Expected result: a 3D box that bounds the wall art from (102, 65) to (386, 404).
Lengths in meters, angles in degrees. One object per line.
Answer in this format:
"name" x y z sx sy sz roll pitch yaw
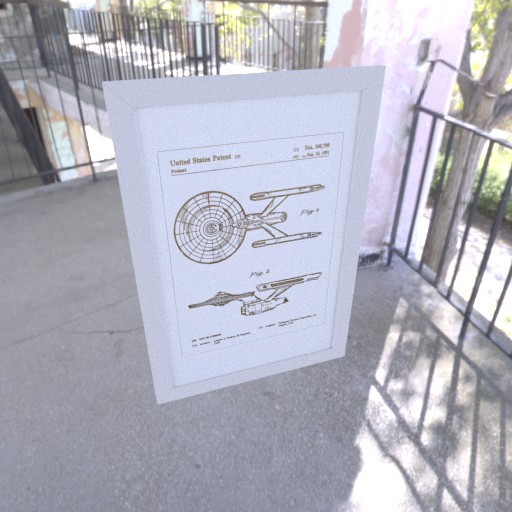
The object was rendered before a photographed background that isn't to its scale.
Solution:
"wall art" 0.000 0.000 0.853 0.454 0.659 0.011 -10 33 -16
